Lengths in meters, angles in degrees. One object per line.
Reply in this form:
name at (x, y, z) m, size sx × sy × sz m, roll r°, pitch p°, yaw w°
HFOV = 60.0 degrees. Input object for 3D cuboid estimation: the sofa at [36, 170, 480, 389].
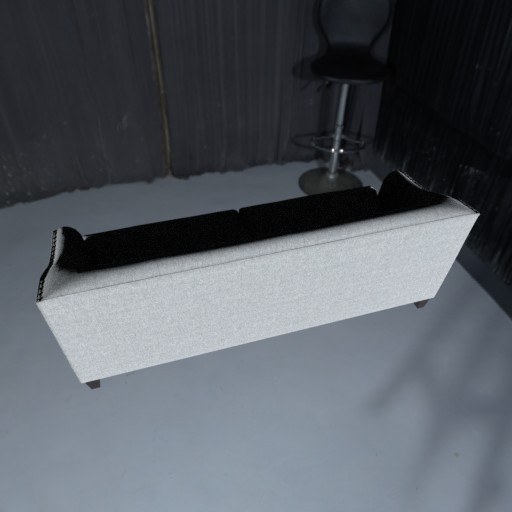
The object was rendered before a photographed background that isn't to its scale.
sofa at (0.000, 0.000, 2.707) m, size 2.235 × 0.901 × 0.914 m, roll -11°, pitch 43°, yaw -13°
